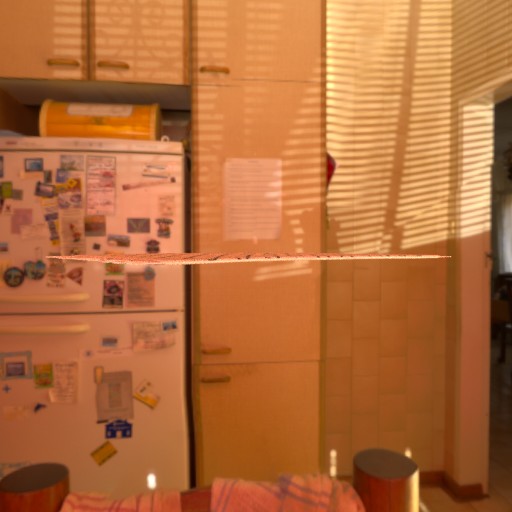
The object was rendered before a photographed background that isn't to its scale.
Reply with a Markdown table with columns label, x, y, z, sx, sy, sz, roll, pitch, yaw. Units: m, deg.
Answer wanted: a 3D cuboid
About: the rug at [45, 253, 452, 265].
| label | x | y | z | sx | sy | sz | roll | pitch | yaw |
| --- | --- | --- | --- | --- | --- | --- | --- | --- | --- |
| rug | 0.000 | 0.000 | 3.336 | 2.615 | 0.029 | 1.664 | -1 | 1 | -36 |
